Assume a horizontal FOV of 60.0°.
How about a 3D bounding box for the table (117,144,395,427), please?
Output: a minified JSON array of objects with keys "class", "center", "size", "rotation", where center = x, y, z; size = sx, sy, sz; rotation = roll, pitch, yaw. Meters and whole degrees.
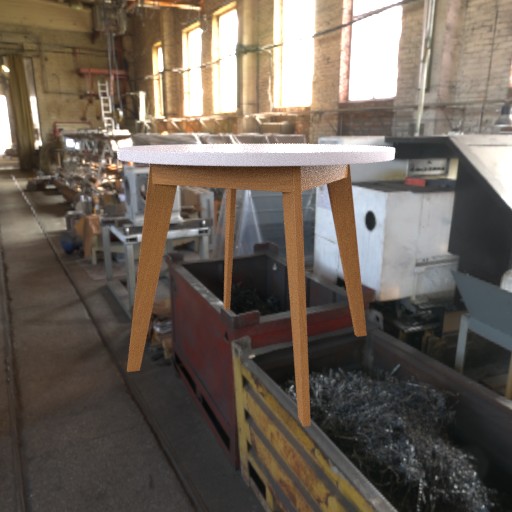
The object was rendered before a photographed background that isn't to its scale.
[{"class":"table","center":[0.000,0.000,1.592],"size":[0.896,0.762,0.896],"rotation":[0,15,0]}]
